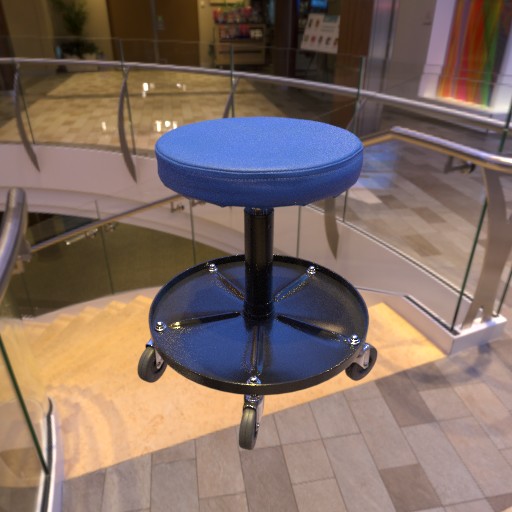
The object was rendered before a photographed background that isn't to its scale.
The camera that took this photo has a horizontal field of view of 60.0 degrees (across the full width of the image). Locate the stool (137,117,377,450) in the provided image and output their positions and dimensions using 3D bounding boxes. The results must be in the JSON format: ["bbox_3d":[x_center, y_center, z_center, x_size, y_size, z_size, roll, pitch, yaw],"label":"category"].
[{"bbox_3d":[0.000,0.000,0.679,0.382,0.365,0.381,18,34,29],"label":"stool"}]
